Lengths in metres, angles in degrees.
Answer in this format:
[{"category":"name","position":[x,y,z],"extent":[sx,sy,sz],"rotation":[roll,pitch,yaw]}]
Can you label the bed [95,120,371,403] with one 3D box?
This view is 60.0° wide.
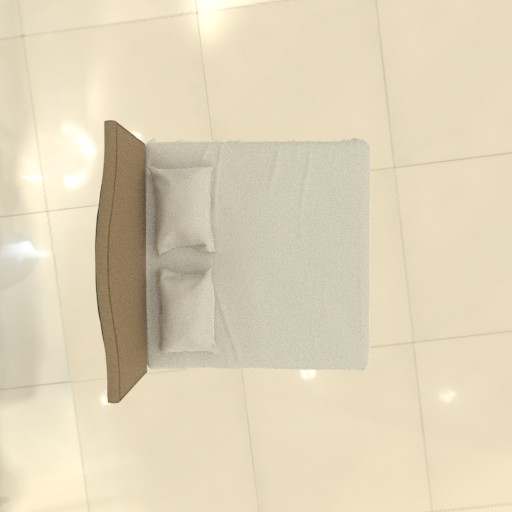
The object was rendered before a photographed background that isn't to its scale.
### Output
[{"category":"bed","position":[0.000,0.000,3.683],"extent":[2.222,1.651,2.311],"rotation":[0,92,1]}]
